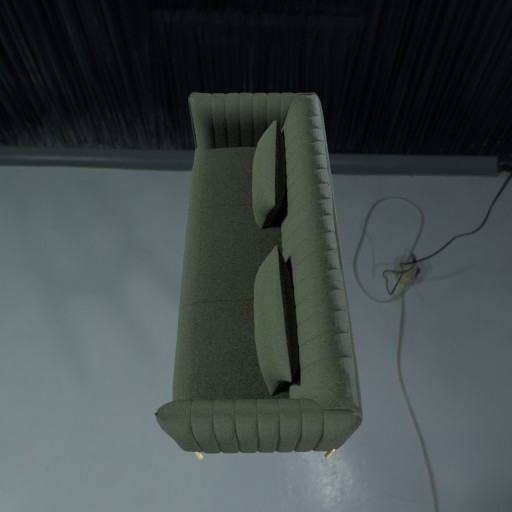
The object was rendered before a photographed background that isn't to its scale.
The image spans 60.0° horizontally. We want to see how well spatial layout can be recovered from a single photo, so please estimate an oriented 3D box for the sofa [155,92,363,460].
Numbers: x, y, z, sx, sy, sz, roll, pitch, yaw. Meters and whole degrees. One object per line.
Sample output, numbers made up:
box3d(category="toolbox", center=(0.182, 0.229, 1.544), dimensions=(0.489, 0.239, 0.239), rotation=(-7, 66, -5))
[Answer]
box3d(category="sofa", center=(0.000, 0.000, 2.643), dimensions=(0.896, 0.793, 2.137), rotation=(-1, 58, 0))
